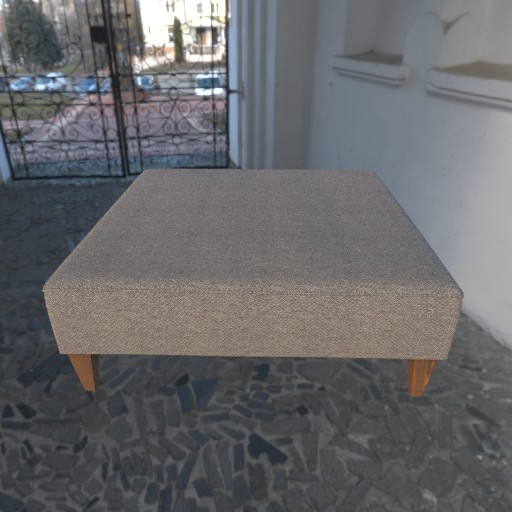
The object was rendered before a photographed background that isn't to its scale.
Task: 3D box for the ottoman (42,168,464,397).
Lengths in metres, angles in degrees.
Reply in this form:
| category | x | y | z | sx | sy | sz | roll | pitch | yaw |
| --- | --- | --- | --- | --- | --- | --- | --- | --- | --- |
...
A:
| category | x | y | z | sx | sy | sz | roll | pitch | yaw |
| --- | --- | --- | --- | --- | --- | --- | --- | --- | --- |
| ottoman | 0.000 | 0.000 | 1.500 | 0.981 | 0.378 | 0.970 | 1 | 27 | 1 |
